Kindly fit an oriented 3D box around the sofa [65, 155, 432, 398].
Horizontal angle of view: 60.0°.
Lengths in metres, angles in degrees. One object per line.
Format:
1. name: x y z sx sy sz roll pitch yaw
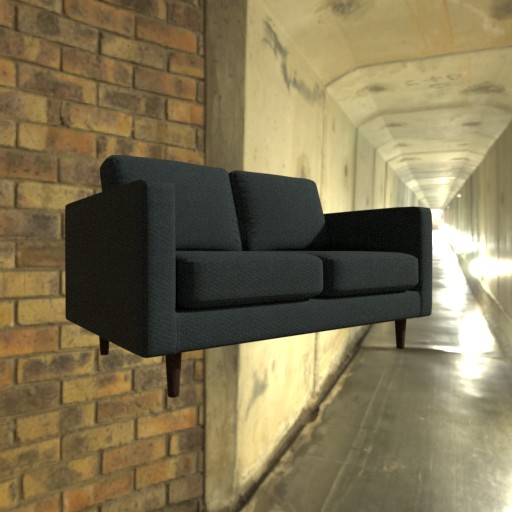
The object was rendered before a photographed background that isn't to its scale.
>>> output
1. sofa: 0.000 0.000 2.145 1.518 0.930 0.999 0 1 -36
